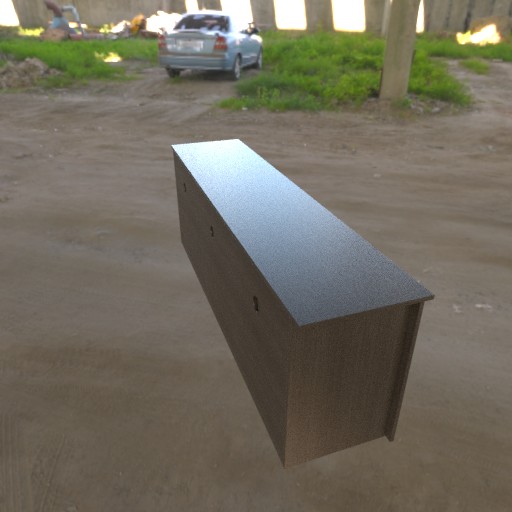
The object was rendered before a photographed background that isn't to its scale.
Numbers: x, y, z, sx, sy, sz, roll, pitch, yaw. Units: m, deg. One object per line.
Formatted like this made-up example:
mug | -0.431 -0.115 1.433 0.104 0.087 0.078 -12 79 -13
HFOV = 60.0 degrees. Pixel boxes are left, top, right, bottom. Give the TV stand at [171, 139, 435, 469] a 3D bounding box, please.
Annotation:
TV stand | 0.000 0.000 2.034 0.406 0.610 1.778 -10 30 -17
